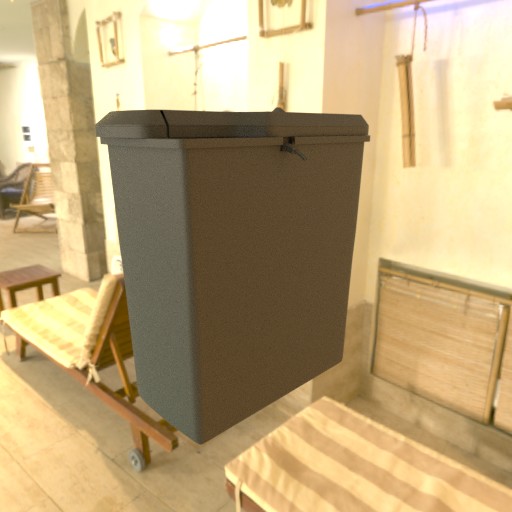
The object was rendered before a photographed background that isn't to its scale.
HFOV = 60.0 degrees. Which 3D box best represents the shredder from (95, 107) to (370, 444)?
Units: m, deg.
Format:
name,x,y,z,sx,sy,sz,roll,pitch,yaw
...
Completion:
name,x,y,z,sx,sy,sz,roll,pitch,yaw
shredder,0.000,0.000,0.529,0.320,0.335,0.170,-15,22,-42
